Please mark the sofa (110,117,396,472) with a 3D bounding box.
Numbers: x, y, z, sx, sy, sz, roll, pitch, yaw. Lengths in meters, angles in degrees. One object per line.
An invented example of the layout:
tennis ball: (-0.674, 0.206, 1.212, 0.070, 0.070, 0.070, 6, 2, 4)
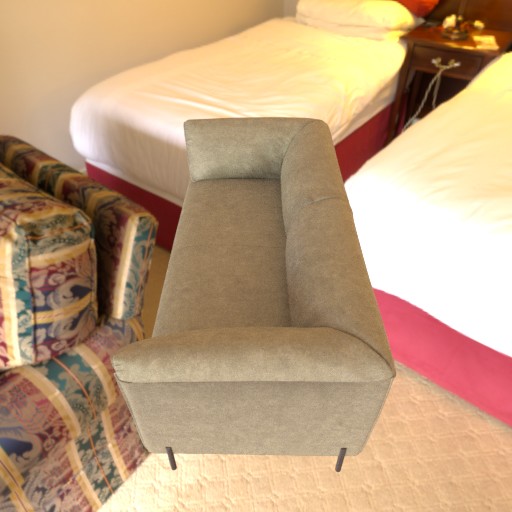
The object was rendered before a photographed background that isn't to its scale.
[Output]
sofa: (0.000, 0.000, 2.273, 0.905, 0.747, 1.878, 0, 40, 0)
